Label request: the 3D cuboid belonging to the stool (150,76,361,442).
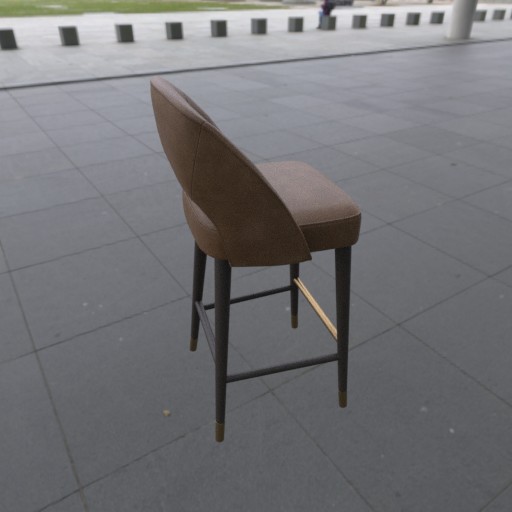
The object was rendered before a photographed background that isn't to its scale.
[{"bbox_3d":[0.000,0.000,1.350,0.509,1.037,0.494,-10,33,-15],"label":"stool"}]
